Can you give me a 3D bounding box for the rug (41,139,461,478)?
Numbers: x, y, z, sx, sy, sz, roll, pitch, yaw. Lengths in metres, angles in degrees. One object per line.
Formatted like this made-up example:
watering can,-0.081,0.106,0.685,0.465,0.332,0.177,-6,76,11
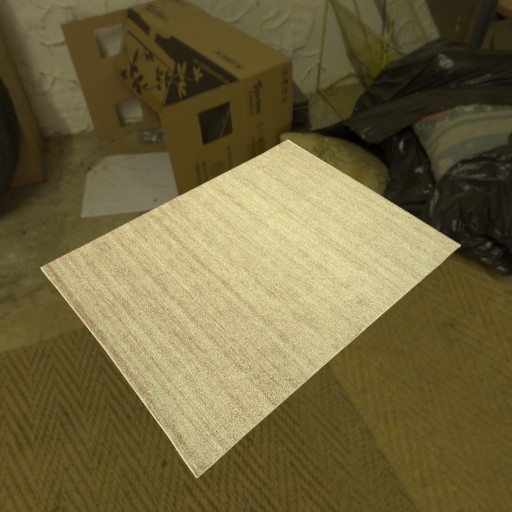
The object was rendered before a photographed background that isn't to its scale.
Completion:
rug,0.000,0.000,4.210,3.202,0.045,2.434,-33,56,-26
